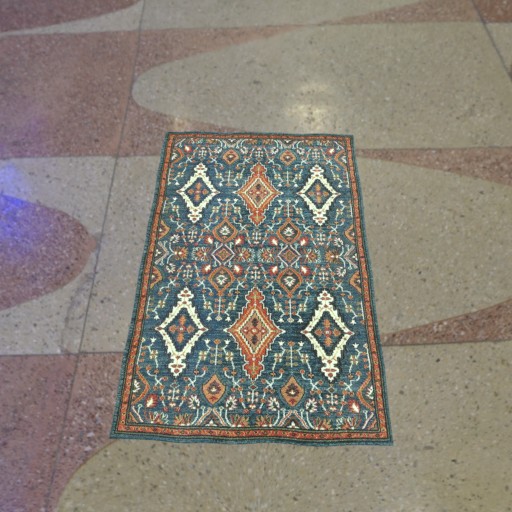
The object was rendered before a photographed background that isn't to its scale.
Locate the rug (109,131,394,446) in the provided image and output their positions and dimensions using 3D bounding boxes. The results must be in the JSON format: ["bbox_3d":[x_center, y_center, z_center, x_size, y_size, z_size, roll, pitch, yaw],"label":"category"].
[{"bbox_3d":[0.000,0.000,4.247,2.190,0.008,3.371,1,58,1],"label":"rug"}]
